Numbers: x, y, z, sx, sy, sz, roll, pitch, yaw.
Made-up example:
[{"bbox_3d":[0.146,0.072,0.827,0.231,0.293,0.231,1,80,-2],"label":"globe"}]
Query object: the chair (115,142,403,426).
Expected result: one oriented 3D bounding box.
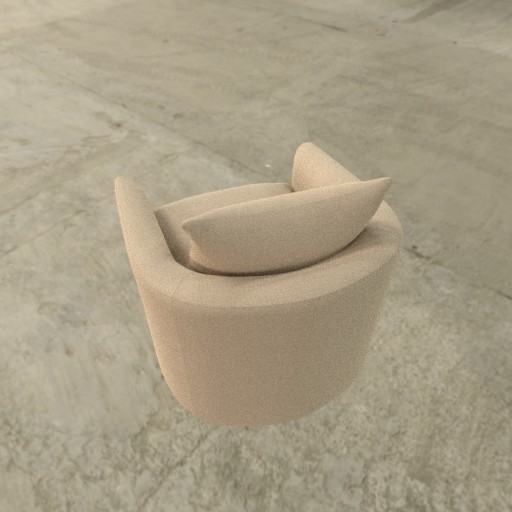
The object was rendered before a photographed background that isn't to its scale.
[{"bbox_3d":[0.000,0.000,1.575,0.845,0.848,0.910,-14,45,-14],"label":"chair"}]
